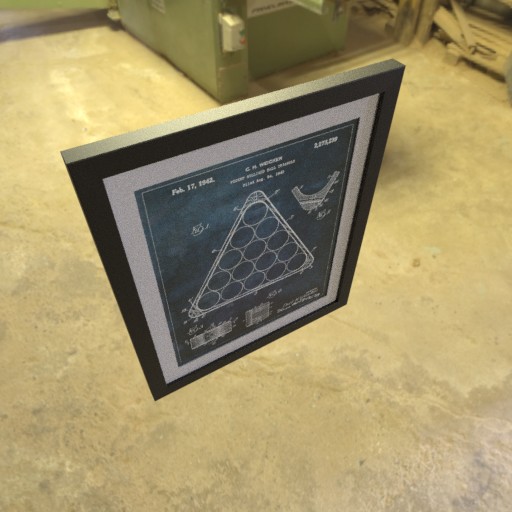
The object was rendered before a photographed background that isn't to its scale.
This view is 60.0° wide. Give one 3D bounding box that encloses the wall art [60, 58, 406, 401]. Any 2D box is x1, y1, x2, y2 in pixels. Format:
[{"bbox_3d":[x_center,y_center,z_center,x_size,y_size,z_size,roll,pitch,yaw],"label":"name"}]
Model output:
[{"bbox_3d":[0.000,0.000,0.689,0.432,0.508,0.025,-23,51,-20],"label":"wall art"}]
